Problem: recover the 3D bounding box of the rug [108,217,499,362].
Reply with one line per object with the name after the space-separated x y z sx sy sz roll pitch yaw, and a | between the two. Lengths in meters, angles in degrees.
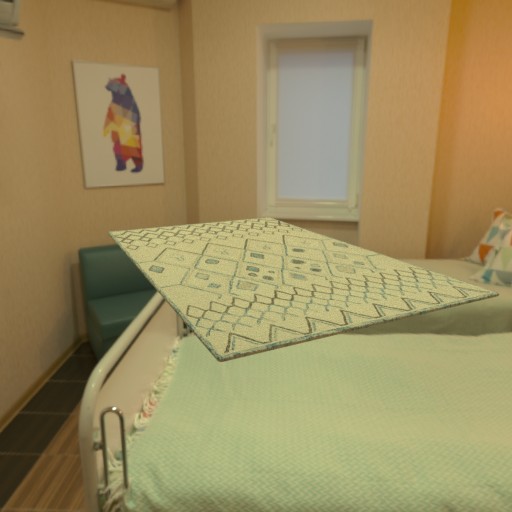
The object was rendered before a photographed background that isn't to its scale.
0.000 0.000 2.948 1.524 0.015 2.439 -7 17 -26 | rug
